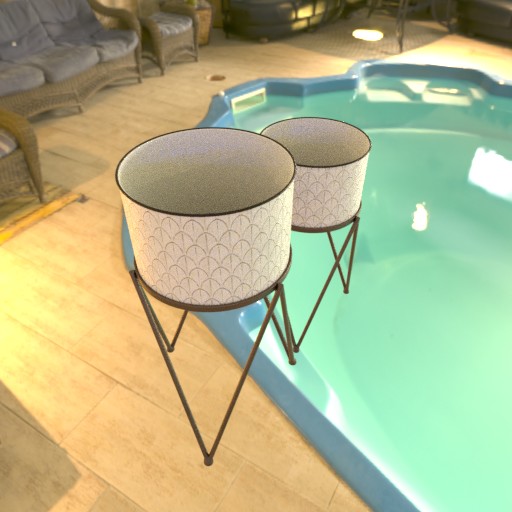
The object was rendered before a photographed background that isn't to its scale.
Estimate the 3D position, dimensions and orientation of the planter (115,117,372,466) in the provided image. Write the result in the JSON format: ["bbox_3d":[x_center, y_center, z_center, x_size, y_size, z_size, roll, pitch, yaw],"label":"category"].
[{"bbox_3d":[0.000,0.000,1.173,0.413,0.712,0.769,26,46,28],"label":"planter"}]
